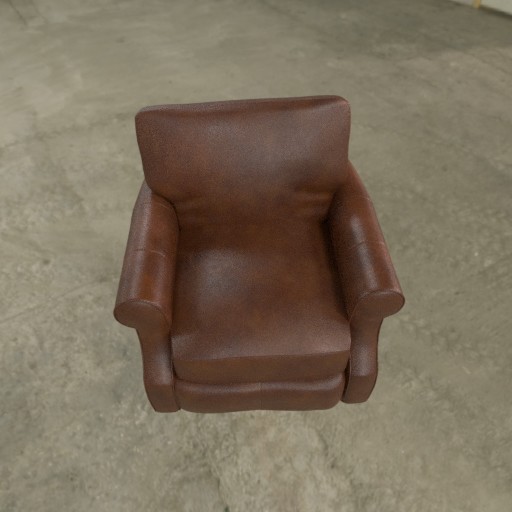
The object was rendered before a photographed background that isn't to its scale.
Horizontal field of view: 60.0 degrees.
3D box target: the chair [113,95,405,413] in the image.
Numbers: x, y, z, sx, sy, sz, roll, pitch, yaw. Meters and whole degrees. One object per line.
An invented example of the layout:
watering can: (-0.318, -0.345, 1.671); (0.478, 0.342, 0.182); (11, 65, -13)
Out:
chair: (0.000, 0.000, 1.765); (0.989, 0.972, 0.992); (-2, 46, -2)
